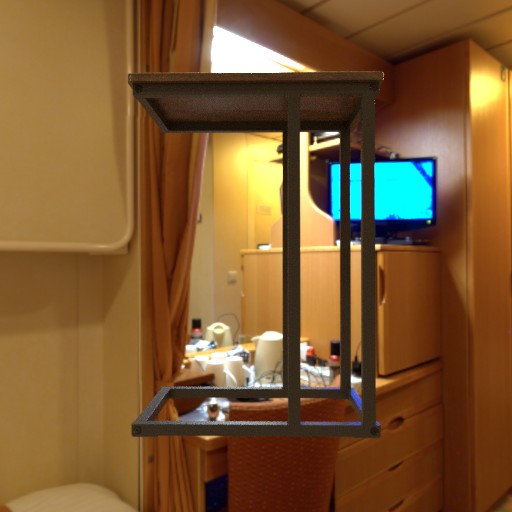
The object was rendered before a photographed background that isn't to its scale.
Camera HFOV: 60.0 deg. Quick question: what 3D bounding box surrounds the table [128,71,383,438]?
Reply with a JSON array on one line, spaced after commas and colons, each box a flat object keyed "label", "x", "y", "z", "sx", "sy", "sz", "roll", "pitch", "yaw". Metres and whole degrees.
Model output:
[{"label": "table", "x": 0.000, "y": 0.000, "z": 0.894, "sx": 0.450, "sy": 0.637, "sz": 0.254, "roll": 0, "pitch": -1, "yaw": 1}]
